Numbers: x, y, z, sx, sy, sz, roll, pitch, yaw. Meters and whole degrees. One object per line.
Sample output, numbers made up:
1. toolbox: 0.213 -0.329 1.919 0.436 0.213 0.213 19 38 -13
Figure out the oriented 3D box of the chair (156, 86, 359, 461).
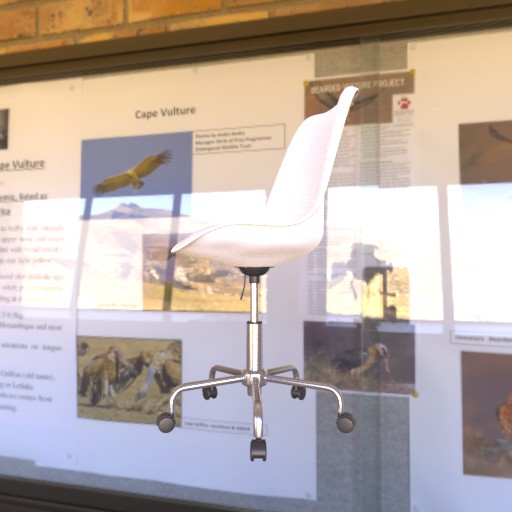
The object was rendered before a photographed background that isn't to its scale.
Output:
1. chair: 0.000 0.000 1.262 0.550 0.930 0.550 1 -2 -18
